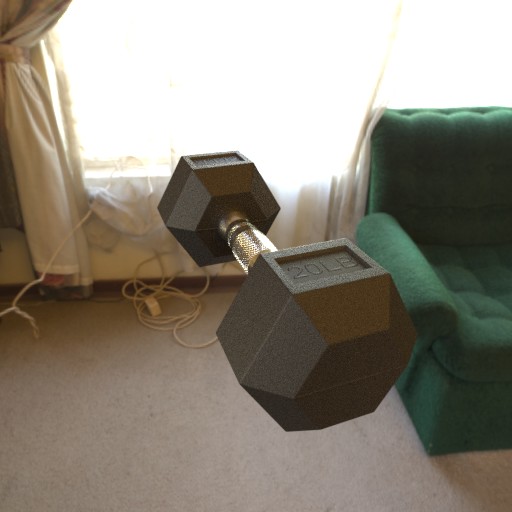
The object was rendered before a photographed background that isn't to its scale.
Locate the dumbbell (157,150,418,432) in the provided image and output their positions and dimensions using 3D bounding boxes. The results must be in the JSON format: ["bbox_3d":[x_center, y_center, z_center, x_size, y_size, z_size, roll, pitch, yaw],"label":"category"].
[{"bbox_3d":[0.000,0.000,0.360,0.116,0.101,0.297,-10,31,-18],"label":"dumbbell"}]
